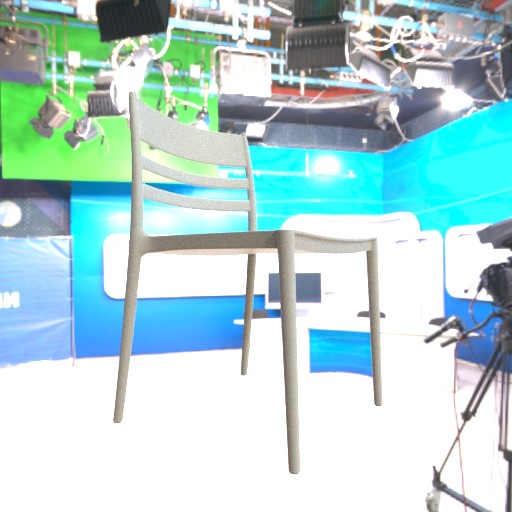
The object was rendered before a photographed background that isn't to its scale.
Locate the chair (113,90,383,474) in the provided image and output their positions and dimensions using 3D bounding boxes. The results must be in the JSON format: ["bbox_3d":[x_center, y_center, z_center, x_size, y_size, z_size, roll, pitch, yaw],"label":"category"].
[{"bbox_3d":[0.000,0.000,1.144,0.511,0.800,0.531,0,0,35],"label":"chair"}]
